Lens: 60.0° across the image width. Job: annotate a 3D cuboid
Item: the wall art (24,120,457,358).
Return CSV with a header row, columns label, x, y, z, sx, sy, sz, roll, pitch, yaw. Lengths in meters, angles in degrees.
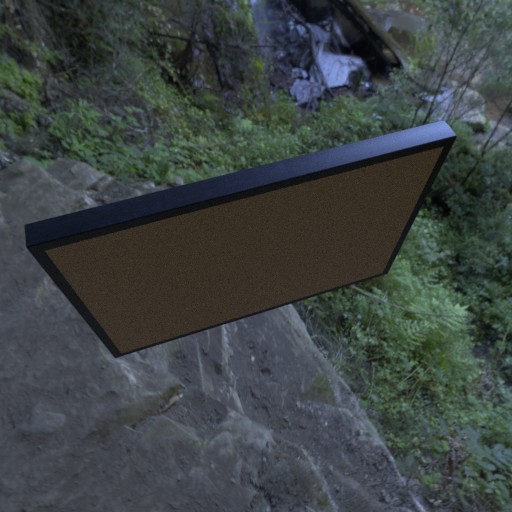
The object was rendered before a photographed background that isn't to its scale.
label,x,y,z,sx,sy,sz,roll,pitch,yaw
wall art,0.000,0.000,0.777,0.610,0.409,0.038,-16,59,-10
